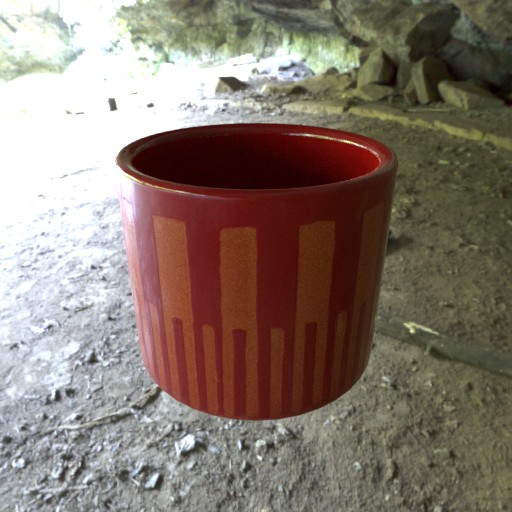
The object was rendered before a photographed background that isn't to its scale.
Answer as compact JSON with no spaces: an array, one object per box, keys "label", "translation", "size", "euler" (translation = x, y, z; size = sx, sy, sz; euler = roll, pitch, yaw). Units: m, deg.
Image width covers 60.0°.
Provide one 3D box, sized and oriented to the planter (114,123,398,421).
[{"label":"planter","translation":[0.000,0.000,0.415],"size":[0.230,0.202,0.230],"euler":[0,27,0]}]
